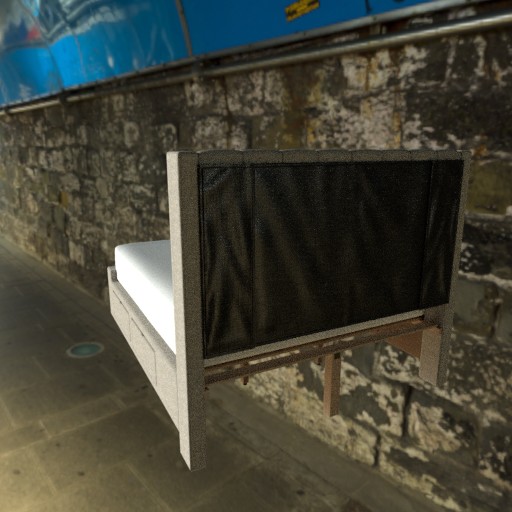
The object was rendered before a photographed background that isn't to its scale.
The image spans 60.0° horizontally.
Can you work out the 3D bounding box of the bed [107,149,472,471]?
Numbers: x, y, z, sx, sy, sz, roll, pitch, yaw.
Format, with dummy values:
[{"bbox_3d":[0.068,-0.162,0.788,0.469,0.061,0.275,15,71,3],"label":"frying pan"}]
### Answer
[{"bbox_3d":[0.000,0.000,3.711,2.044,1.748,2.372,-7,15,-27],"label":"bed"}]
